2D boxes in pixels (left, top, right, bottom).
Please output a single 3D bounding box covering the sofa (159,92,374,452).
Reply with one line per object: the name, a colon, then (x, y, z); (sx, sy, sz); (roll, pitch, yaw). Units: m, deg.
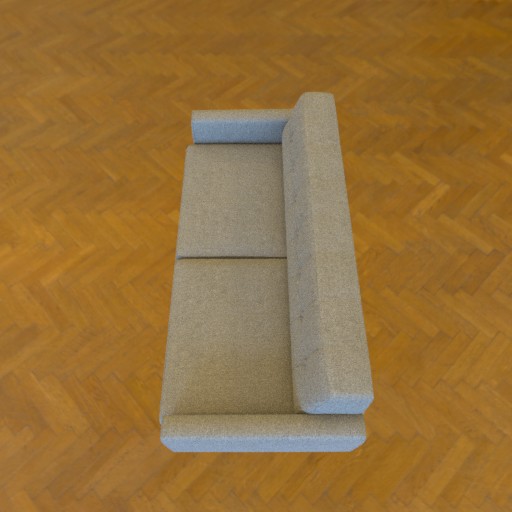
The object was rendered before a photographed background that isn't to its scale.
sofa: (0.000, 0.000, 2.573); (0.968, 0.873, 2.055); (0, 60, 0)
